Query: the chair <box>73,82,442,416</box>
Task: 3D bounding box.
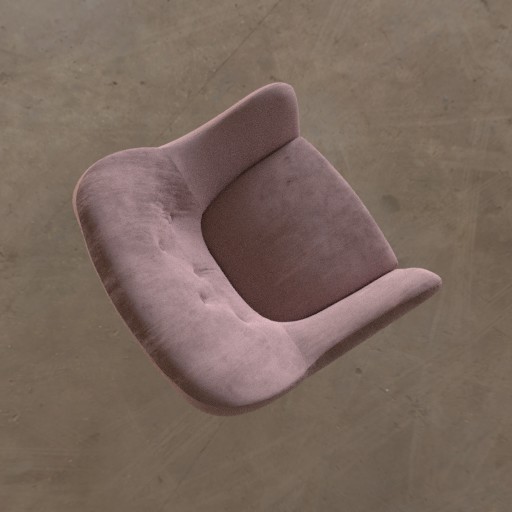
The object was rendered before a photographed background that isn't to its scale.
[{"bbox_3d":[0.000,0.000,1.489,0.820,0.820,0.840,-32,78,-8],"label":"chair"}]
